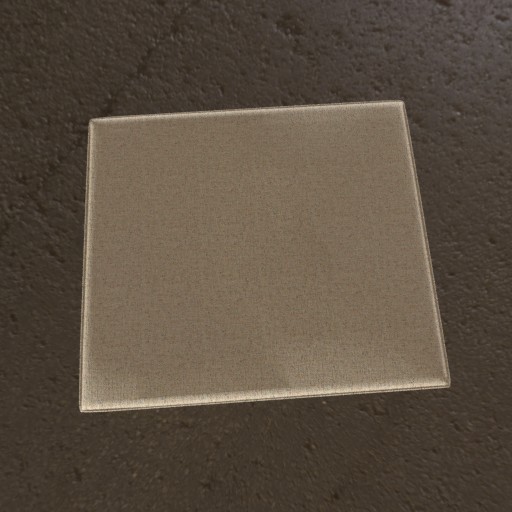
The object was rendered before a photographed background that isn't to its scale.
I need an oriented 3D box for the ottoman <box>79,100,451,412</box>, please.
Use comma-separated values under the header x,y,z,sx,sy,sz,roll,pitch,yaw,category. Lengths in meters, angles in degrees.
x,y,z,sx,sy,sz,roll,pitch,yaw,category
0.000,0.000,1.210,0.835,0.303,0.736,-4,76,-1,ottoman
